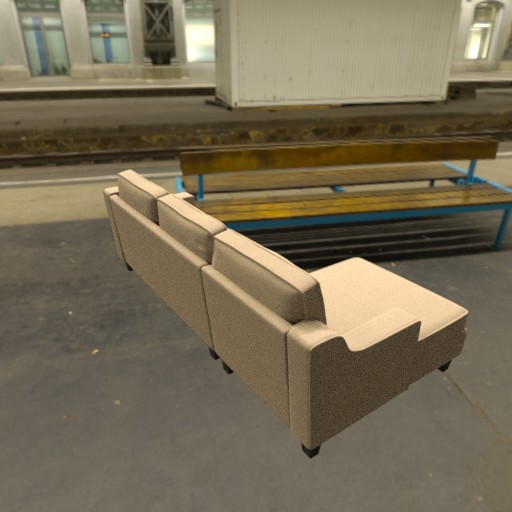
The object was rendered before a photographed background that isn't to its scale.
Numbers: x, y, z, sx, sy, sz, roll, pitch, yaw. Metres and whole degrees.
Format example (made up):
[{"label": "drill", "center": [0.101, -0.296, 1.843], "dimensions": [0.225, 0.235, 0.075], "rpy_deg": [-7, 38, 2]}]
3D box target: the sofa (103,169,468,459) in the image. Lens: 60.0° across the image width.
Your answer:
[{"label": "sofa", "center": [0.000, 0.000, 3.152], "dimensions": [1.294, 0.928, 2.561], "rpy_deg": [-17, 31, -31]}]
